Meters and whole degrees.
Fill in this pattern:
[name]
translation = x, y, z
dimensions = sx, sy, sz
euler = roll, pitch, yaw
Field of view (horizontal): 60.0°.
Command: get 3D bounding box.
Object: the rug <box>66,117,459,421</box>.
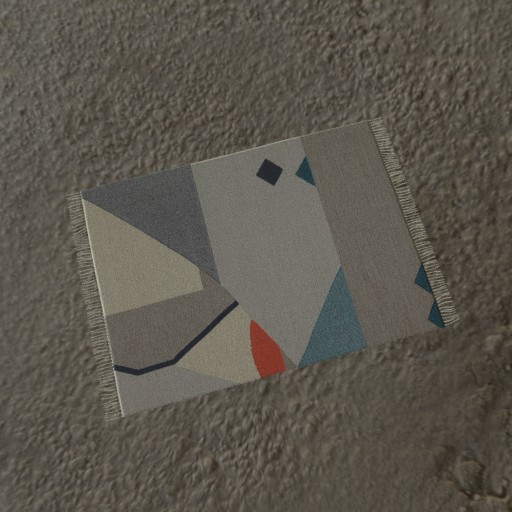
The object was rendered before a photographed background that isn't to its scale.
[rug]
translation = 0.000, 0.000, 2.336
dimensions = 1.828, 0.005, 1.220
euler = -15, 76, -4
